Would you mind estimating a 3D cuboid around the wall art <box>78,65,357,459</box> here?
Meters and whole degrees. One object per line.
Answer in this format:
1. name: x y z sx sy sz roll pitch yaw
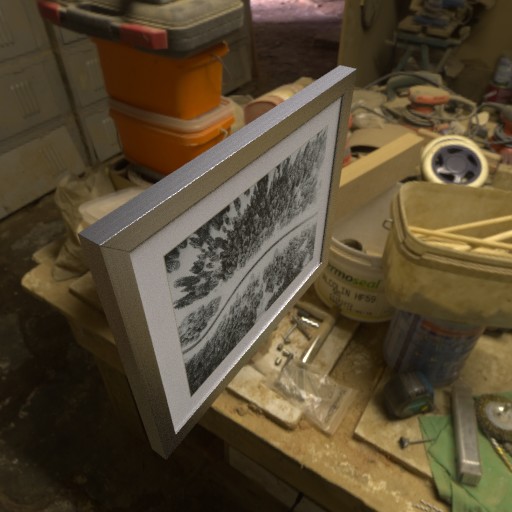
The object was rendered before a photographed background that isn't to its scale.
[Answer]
1. wall art: 0.000 0.000 0.740 0.032 0.456 0.557 25 48 25
